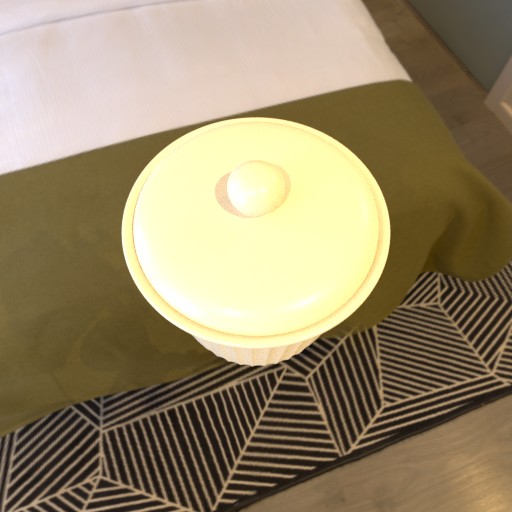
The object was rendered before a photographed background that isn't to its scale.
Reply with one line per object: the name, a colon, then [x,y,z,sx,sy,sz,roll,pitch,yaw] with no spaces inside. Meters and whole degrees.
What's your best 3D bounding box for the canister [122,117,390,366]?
canister: [0.000,0.000,0.353,0.181,0.211,0.181,0,63,0]
